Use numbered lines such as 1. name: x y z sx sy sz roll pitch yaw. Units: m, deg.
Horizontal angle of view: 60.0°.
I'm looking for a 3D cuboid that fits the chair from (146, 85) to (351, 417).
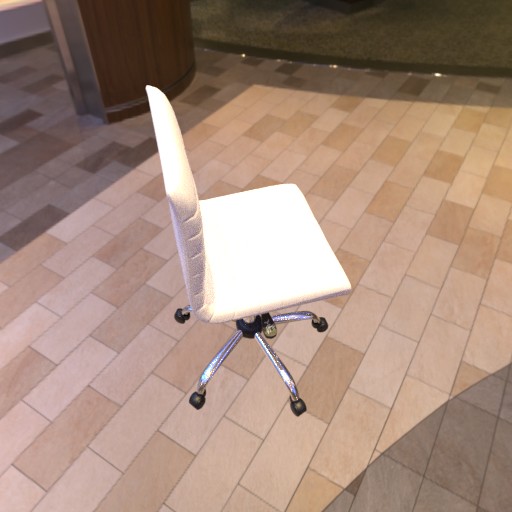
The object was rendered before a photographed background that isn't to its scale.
1. chair: 0.000 0.000 1.076 0.455 0.750 0.520 -11 46 -10
